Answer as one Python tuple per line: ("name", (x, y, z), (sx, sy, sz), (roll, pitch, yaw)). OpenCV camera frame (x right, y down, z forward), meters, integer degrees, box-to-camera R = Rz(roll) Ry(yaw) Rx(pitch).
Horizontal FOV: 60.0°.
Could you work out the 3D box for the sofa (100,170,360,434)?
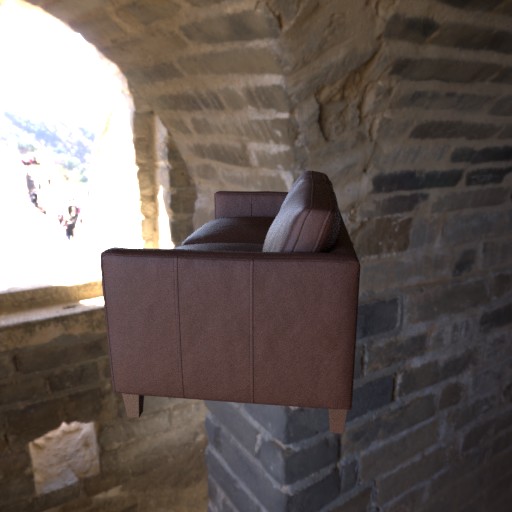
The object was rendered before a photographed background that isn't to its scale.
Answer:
("sofa", (0.000, 0.000, 2.462), (0.923, 0.863, 1.971), (2, 15, 7))
